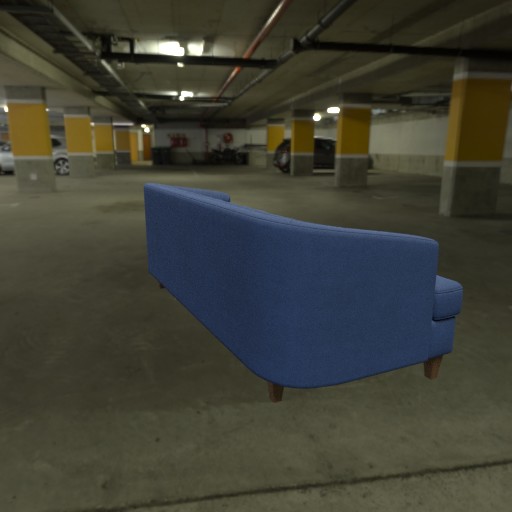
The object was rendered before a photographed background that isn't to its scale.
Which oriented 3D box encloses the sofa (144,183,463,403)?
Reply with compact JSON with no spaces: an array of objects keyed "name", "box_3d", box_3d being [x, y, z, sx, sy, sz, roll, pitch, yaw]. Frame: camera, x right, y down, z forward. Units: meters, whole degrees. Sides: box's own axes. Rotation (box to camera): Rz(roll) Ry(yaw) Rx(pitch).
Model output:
[{"name":"sofa","box_3d":[0.000,0.000,2.697,0.914,0.787,2.235,-7,15,-26]}]
